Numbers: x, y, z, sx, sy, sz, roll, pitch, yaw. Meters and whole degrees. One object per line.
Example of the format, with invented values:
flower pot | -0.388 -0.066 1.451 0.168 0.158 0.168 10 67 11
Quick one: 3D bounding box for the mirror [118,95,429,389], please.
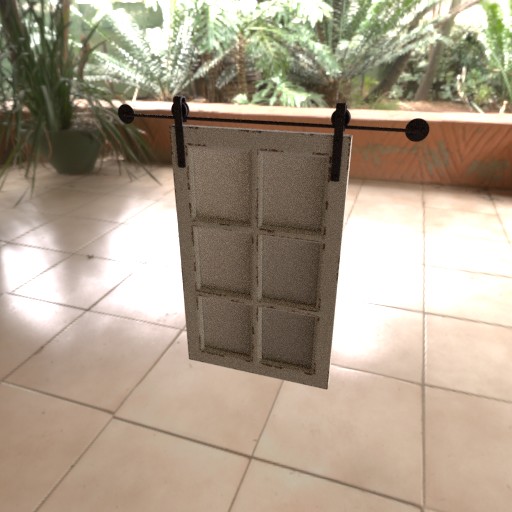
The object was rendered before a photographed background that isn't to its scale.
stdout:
mirror | 0.000 0.000 1.256 0.808 0.844 0.037 8 28 16
